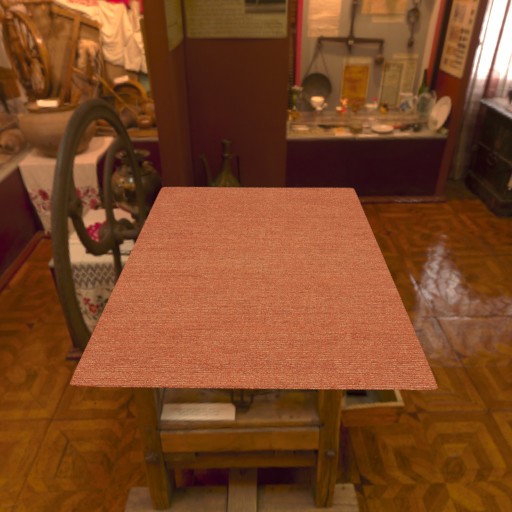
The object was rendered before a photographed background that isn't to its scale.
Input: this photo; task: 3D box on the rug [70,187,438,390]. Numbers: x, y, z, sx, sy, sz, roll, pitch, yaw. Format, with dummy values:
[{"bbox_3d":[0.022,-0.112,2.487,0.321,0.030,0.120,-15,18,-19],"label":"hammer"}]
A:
[{"bbox_3d":[0.000,0.000,2.789,1.594,0.009,2.112,0,33,1],"label":"rug"}]
